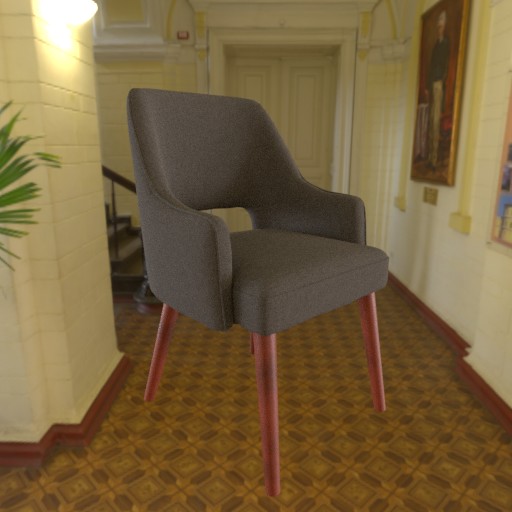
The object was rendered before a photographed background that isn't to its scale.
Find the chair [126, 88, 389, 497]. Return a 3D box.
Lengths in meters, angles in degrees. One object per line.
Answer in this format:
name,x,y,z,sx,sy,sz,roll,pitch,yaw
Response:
chair,0.000,0.000,1.145,0.559,0.838,0.560,-13,19,-43
